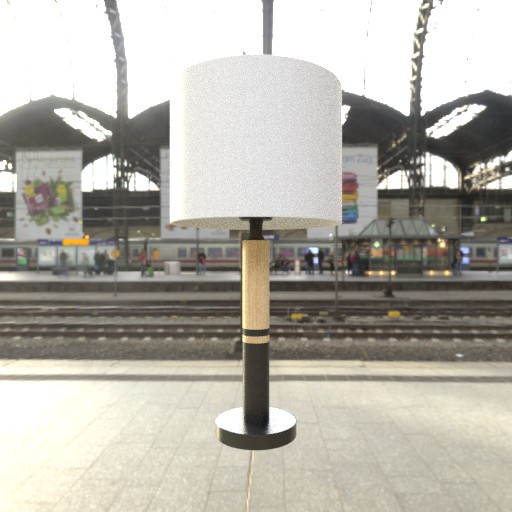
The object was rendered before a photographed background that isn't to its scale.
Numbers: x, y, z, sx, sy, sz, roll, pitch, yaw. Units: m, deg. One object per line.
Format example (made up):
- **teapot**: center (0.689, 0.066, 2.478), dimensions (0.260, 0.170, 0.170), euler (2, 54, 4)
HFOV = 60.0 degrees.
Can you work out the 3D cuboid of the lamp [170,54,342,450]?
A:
- **lamp**: center (0.000, 0.000, 0.800), dimensions (0.305, 0.640, 0.305), euler (0, 0, 0)
